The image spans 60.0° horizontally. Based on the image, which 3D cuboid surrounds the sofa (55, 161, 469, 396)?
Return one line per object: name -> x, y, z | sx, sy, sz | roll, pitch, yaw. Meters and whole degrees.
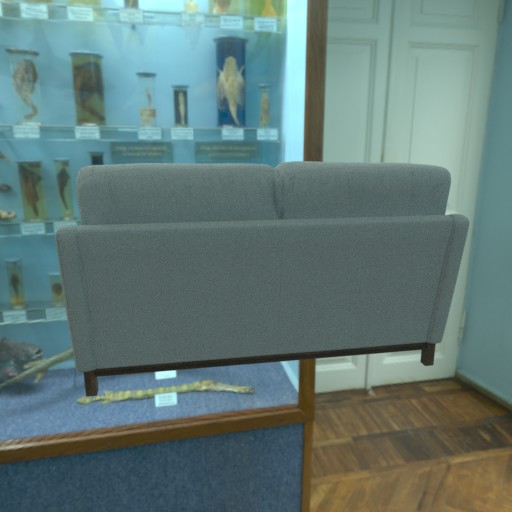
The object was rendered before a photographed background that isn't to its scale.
sofa -> 0.000, 0.000, 2.149 | 1.589, 0.921, 0.987 | -2, 14, -10
